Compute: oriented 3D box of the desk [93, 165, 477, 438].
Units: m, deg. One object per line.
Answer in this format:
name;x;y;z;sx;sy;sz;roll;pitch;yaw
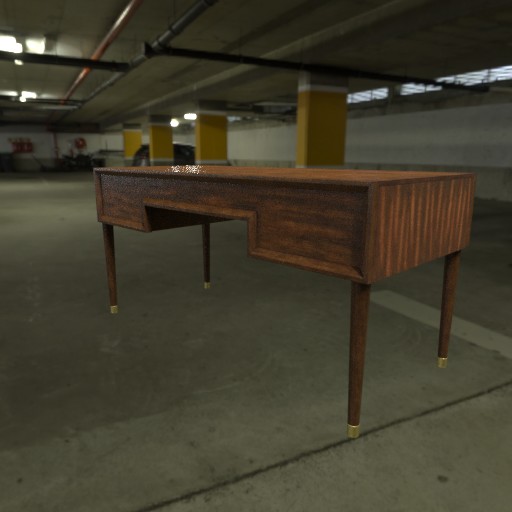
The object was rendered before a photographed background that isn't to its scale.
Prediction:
desk;0.000;0.000;1.999;0.724;0.762;1.575;-13;18;-43
